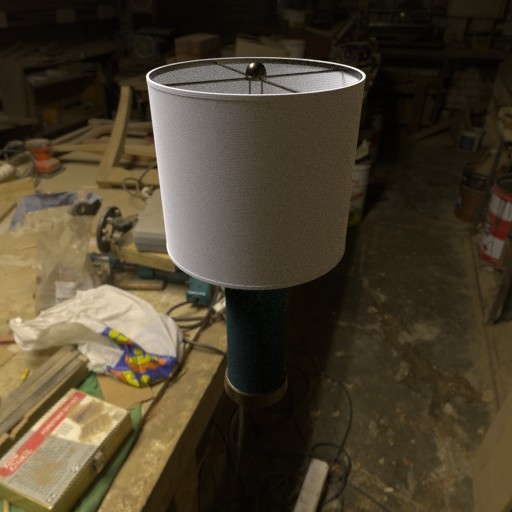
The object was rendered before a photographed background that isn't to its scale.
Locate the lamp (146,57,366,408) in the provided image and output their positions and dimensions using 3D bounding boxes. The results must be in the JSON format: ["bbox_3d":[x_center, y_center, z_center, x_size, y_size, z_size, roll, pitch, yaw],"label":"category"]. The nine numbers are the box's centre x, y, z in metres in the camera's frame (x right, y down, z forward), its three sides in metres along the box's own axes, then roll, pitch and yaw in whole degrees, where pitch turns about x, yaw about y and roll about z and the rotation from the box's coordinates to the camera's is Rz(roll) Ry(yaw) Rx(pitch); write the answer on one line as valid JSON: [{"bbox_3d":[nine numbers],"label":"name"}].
[{"bbox_3d":[0.000,0.000,0.777,0.301,0.630,0.301,10,33,16],"label":"lamp"}]
